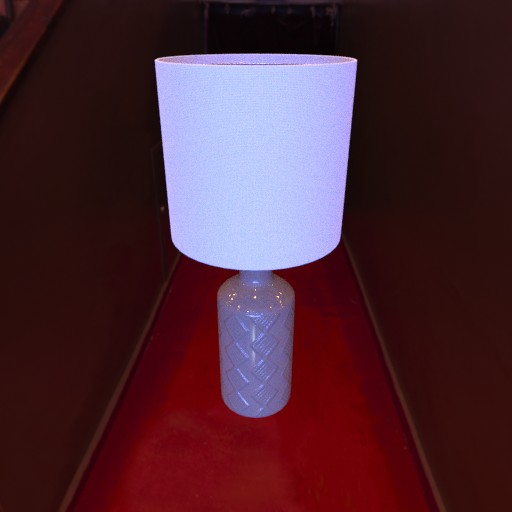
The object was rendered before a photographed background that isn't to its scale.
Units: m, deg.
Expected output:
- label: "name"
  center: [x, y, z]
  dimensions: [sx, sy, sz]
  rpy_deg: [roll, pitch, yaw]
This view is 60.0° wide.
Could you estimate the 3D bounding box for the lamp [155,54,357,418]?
- label: "lamp"
  center: [0.000, 0.000, 0.566]
  dimensions: [0.207, 0.461, 0.207]
  rpy_deg: [0, 27, 0]
